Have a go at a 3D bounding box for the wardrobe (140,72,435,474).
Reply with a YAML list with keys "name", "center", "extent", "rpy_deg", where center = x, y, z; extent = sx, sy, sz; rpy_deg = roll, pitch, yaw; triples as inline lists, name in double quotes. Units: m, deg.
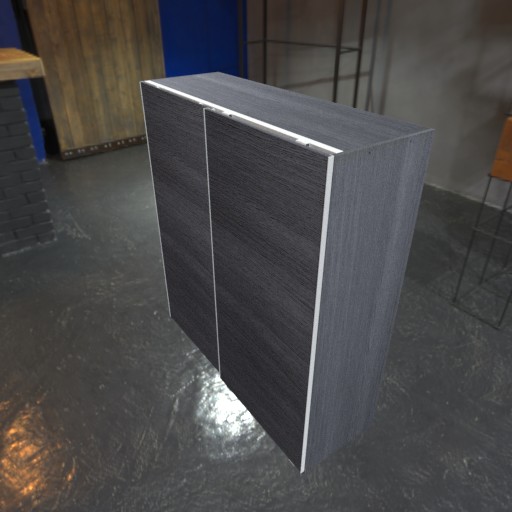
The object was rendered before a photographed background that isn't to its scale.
- name: "wardrobe"
  center: [0.000, 0.000, 2.882]
  extent: [0.629, 1.960, 1.780]
  rpy_deg: [-21, 37, -30]
